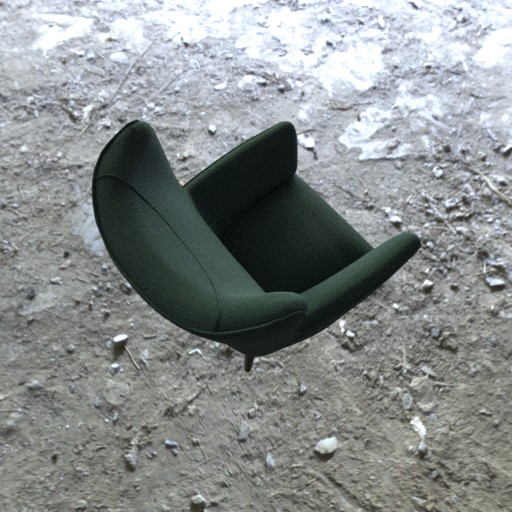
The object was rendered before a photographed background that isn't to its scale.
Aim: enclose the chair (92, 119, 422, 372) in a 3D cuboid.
[{"bbox_3d":[0.000,0.000,1.625,0.888,0.933,0.781,-34,66,-17],"label":"chair"}]
